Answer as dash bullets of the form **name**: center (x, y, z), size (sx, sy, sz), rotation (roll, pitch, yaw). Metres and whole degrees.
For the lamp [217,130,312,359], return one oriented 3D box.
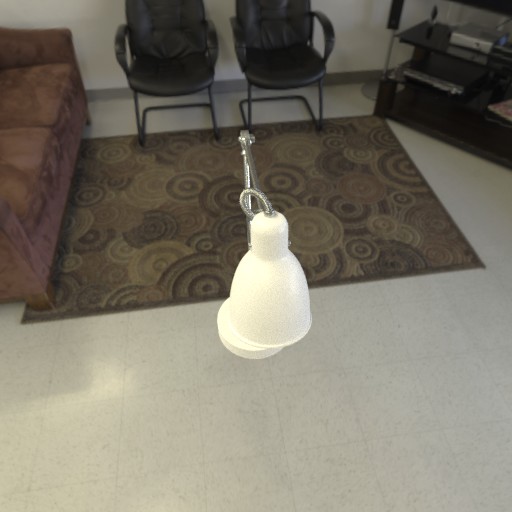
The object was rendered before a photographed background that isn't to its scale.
- **lamp**: center (0.000, 0.000, 0.897), size (0.187, 0.587, 0.561), rotation (-4, 47, -4)
